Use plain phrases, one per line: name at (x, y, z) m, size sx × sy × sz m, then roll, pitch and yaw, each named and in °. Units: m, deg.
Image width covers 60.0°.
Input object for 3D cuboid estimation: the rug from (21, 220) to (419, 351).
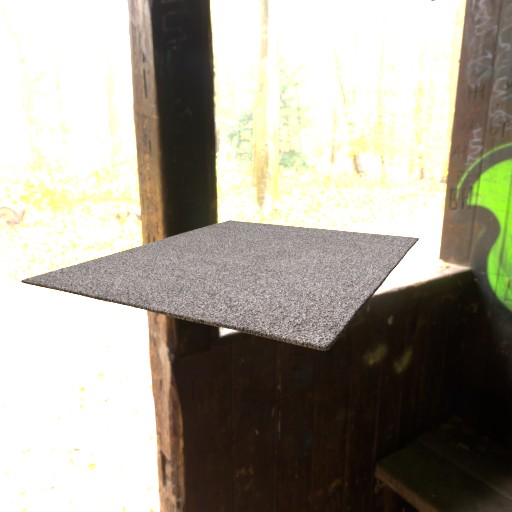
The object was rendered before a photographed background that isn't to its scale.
rug at (0.000, 0.000, 4.095) m, size 2.438 × 0.029 × 3.047 m, roll 8°, pitch 16°, yaw 27°
